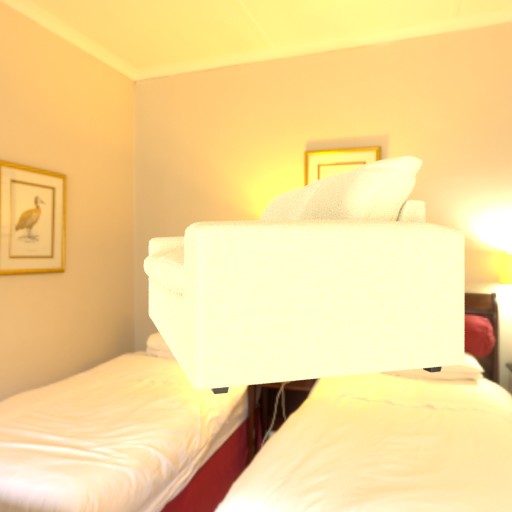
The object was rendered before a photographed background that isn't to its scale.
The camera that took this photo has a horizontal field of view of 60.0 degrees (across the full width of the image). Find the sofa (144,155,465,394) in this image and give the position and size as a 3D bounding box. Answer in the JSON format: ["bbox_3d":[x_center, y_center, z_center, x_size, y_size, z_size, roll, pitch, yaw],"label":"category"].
[{"bbox_3d":[0.000,0.000,2.331,1.091,0.875,1.754,0,0,-18],"label":"sofa"}]
